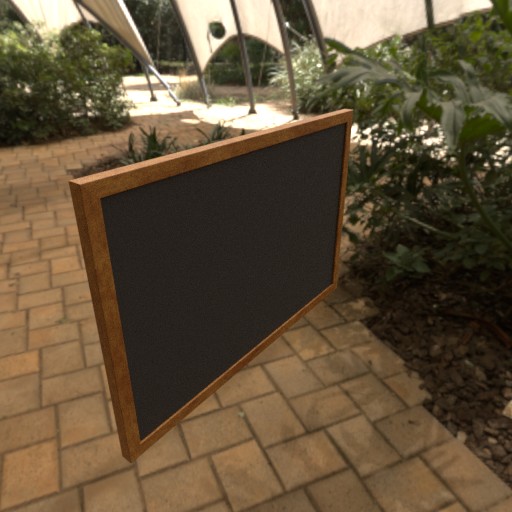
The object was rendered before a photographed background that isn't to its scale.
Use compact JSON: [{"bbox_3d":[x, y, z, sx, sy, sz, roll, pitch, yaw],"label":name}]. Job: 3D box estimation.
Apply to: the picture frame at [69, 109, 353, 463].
[{"bbox_3d":[0.000,0.000,1.148,0.029,0.621,0.922,19,32,33],"label":"picture frame"}]
